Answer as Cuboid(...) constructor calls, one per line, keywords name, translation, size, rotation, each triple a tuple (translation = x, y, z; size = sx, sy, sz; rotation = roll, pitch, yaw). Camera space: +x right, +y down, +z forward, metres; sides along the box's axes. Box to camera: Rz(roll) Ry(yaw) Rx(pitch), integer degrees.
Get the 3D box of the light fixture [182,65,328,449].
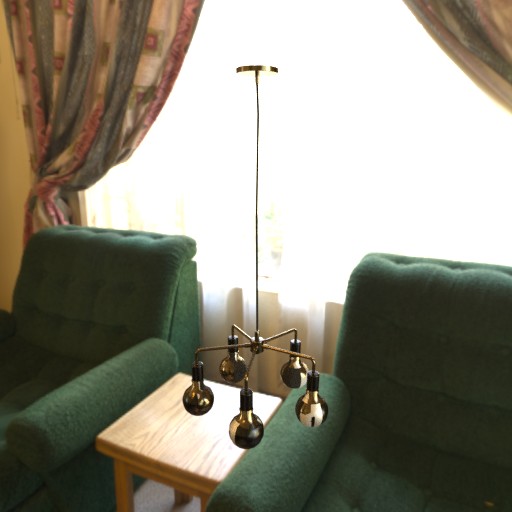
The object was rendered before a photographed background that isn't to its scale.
Cuboid(name="light fixture", translation=(0.000, 0.000, 1.247), size=(0.438, 0.988, 0.421), rotation=(2, 14, 9))
